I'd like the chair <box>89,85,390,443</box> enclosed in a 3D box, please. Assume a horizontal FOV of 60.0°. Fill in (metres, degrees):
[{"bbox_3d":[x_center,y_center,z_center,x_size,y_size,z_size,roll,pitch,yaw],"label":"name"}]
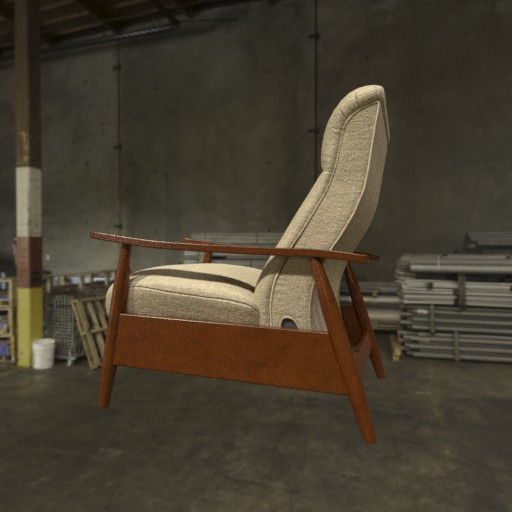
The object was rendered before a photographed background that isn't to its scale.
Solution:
[{"bbox_3d":[0.000,0.000,1.782,1.014,1.082,0.762,0,0,18],"label":"chair"}]
